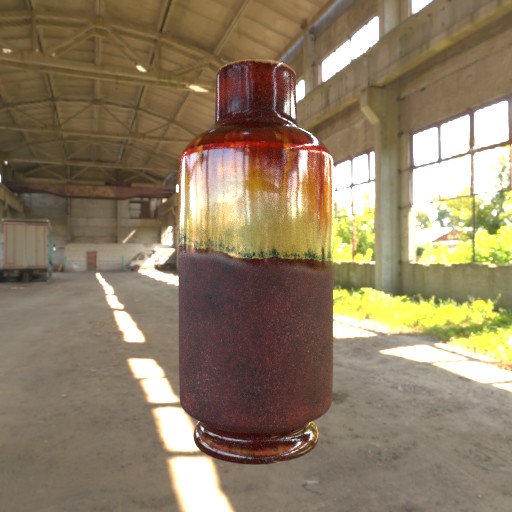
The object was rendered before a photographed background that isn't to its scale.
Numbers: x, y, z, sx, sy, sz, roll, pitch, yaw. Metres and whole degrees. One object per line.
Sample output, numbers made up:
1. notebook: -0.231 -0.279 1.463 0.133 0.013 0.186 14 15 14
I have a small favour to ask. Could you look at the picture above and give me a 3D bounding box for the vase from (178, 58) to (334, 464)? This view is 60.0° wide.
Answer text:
1. vase: 0.000 0.000 0.321 0.111 0.261 0.111 0 0 0
